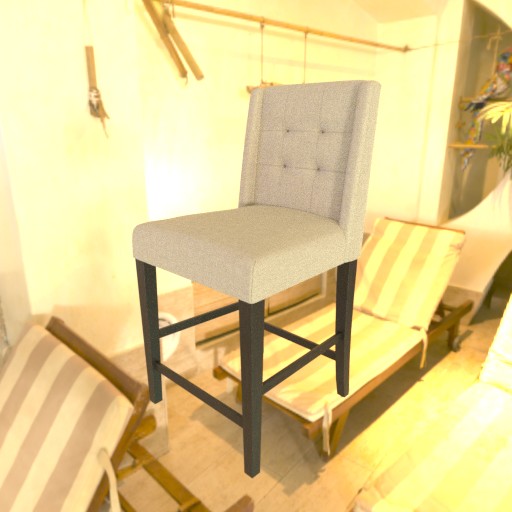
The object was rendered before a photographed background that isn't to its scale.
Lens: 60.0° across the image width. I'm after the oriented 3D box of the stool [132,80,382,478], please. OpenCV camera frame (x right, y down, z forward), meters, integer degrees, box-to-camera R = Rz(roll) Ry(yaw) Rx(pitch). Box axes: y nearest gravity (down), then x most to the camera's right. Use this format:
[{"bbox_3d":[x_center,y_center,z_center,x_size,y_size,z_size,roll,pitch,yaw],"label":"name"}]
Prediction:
[{"bbox_3d":[0.000,0.000,1.253,0.474,0.939,0.509,16,23,42],"label":"stool"}]
